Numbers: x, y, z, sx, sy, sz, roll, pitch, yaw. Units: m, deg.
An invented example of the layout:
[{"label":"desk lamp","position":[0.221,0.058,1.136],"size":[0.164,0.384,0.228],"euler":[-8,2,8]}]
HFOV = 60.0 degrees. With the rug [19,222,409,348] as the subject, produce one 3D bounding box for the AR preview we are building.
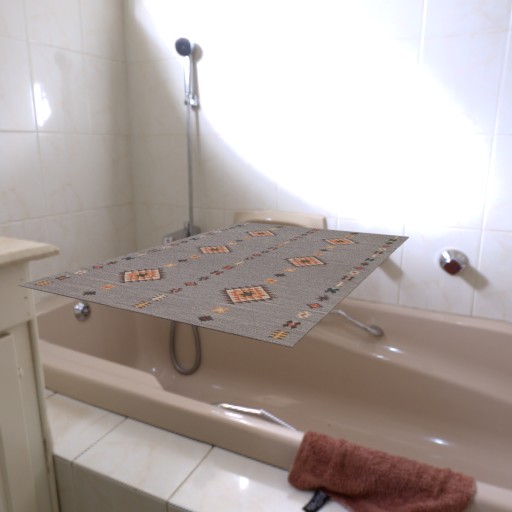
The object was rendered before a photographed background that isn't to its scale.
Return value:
[{"label":"rug","position":[0.000,0.000,2.300],"size":[1.217,0.005,1.818],"euler":[7,15,28]}]
